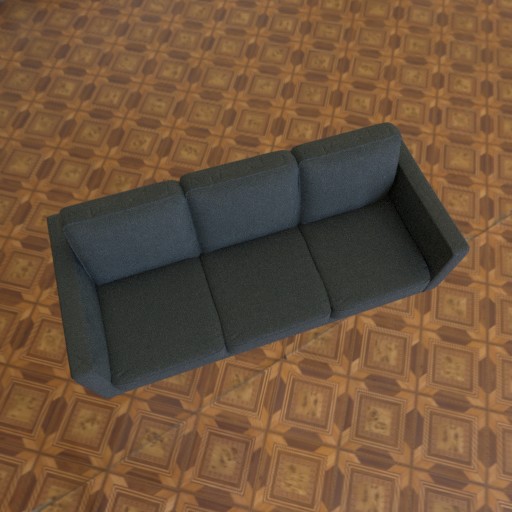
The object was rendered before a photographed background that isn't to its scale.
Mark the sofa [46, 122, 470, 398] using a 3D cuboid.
[{"bbox_3d":[0.000,0.000,2.481,2.013,0.945,0.935,-17,65,-8],"label":"sofa"}]
